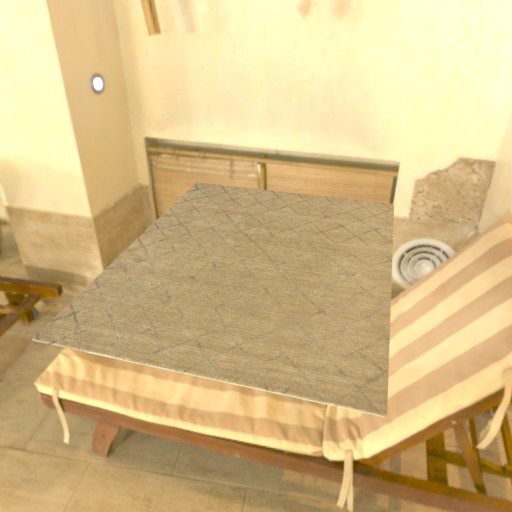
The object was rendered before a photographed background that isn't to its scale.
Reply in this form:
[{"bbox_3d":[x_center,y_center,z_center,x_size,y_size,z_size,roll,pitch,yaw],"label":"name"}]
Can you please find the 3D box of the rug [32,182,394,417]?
[{"bbox_3d":[0.000,0.000,4.083,2.420,0.019,3.038,8,32,13],"label":"rug"}]
